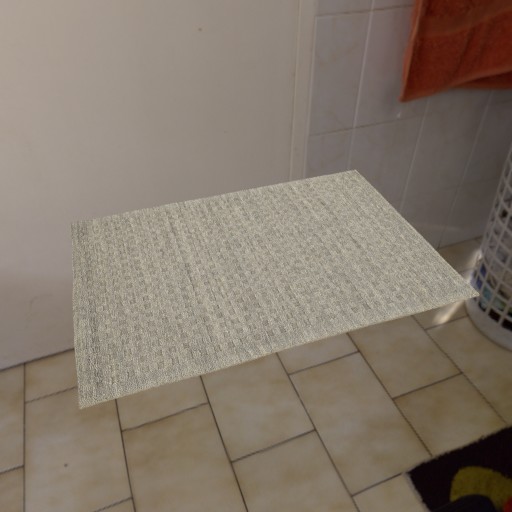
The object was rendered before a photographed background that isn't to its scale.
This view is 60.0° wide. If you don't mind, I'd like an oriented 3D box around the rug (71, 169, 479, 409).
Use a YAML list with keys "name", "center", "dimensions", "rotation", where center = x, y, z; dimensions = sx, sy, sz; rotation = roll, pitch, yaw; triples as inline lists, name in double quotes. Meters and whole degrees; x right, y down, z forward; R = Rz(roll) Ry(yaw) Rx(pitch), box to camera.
- name: "rug"
  center: [0.000, 0.000, 2.908]
  dimensions: [2.297, 0.018, 1.532]
  rotation: [-13, 43, -14]
